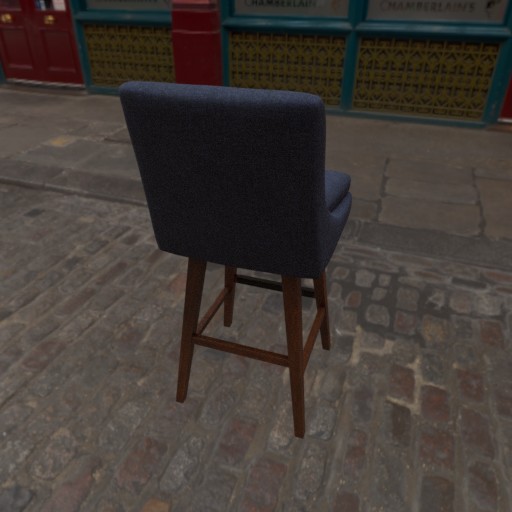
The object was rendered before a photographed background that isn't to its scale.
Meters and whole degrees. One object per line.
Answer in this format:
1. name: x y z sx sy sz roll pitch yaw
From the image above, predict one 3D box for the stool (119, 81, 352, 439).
1. stool: 0.000 0.000 1.355 0.489 1.068 0.572 10 32 16
